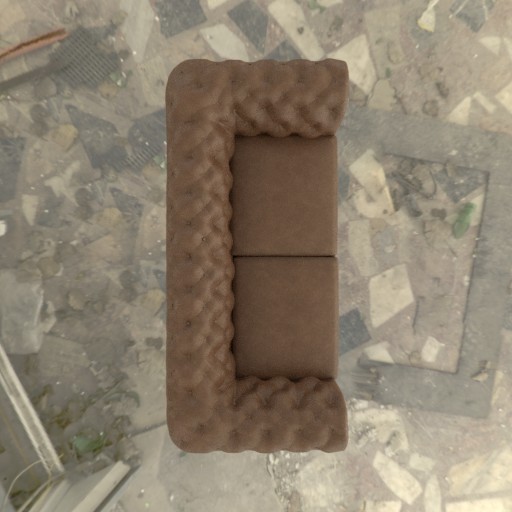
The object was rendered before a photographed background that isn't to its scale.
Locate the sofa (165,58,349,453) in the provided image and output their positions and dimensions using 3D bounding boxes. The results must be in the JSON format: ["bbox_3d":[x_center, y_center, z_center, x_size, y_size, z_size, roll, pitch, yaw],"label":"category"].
[{"bbox_3d":[0.000,0.000,2.569,0.955,0.784,2.048,0,90,-1],"label":"sofa"}]
